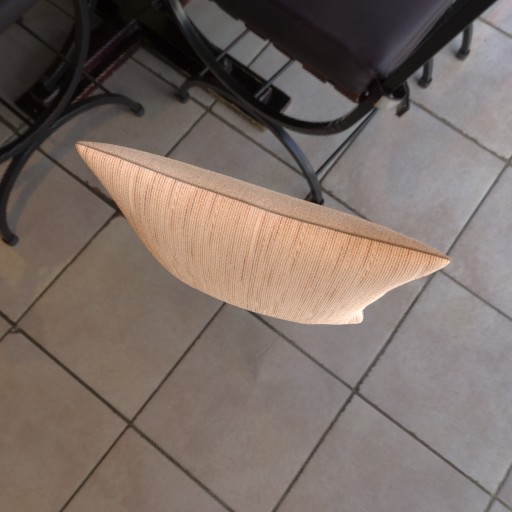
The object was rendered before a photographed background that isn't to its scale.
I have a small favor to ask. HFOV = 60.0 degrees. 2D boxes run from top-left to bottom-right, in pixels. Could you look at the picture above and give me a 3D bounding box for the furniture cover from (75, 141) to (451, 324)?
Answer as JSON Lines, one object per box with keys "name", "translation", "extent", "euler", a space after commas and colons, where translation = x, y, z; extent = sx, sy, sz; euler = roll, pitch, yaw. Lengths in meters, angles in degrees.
{"name": "furniture cover", "translation": [0.000, 0.000, 0.800], "extent": [0.512, 0.506, 0.178], "euler": [18, 75, 5]}
